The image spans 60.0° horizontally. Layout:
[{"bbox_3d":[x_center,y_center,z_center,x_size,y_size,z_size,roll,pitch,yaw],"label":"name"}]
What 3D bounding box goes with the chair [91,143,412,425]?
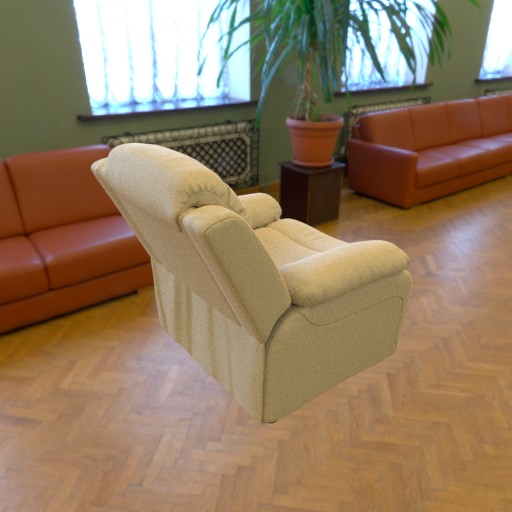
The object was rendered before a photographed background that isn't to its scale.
[{"bbox_3d":[0.000,0.000,1.311,0.709,0.702,0.680,-19,32,-33],"label":"chair"}]
